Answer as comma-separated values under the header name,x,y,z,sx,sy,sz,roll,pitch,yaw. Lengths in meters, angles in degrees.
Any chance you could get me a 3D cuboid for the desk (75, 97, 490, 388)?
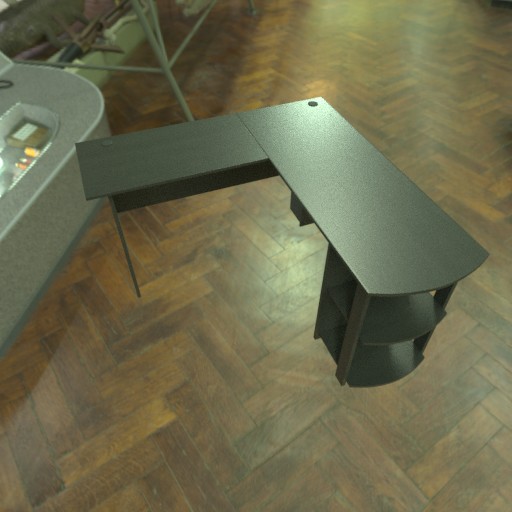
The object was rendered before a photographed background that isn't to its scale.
name,x,y,z,sx,sy,sz,roll,pitch,yaw
desk,0.000,0.000,2.064,1.303,0.716,1.361,-16,47,-15
